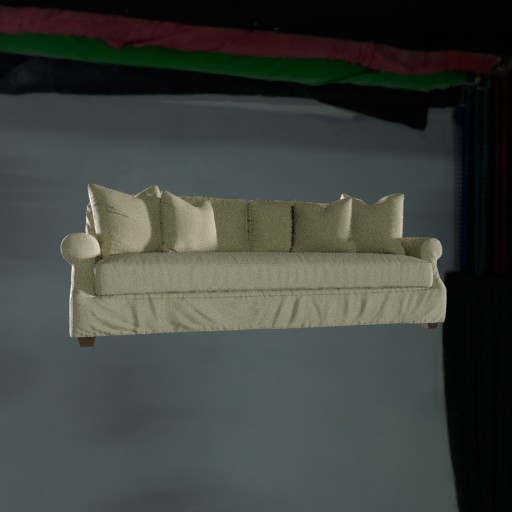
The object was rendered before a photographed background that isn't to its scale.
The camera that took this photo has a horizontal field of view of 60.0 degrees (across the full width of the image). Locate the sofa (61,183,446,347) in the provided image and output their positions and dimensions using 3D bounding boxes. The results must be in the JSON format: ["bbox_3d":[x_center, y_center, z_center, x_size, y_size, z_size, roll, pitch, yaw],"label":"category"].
[{"bbox_3d":[0.000,0.000,2.922,2.285,0.904,1.067,0,0,-16],"label":"sofa"}]
